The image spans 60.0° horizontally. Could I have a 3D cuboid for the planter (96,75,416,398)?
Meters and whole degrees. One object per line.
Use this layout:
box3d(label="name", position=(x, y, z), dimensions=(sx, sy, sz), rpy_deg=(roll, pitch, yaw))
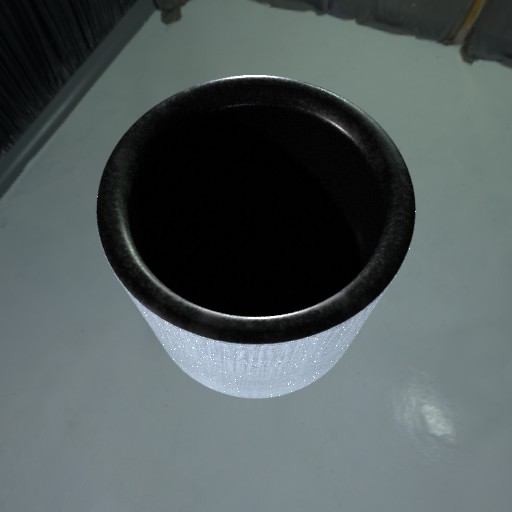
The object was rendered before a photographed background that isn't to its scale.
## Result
box3d(label="planter", position=(0.000, 0.000, 0.288), dimensions=(0.160, 0.156, 0.160), rpy_deg=(0, 64, 0))
